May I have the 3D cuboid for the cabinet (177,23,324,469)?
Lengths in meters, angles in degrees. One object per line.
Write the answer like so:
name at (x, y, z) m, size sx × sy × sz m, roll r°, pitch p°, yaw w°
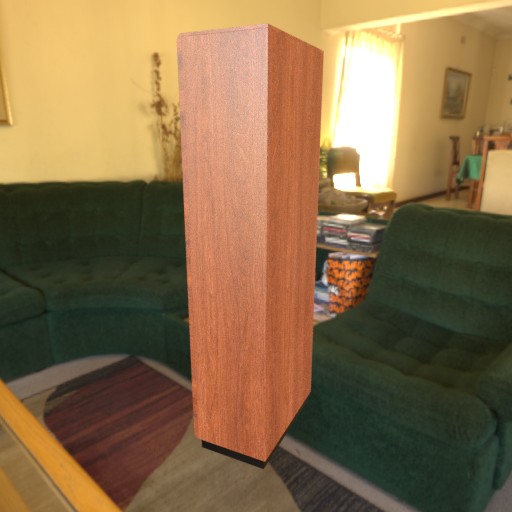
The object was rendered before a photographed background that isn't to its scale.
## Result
cabinet at (0.000, 0.000, 2.257) m, size 0.420 × 1.980 × 0.660 m, roll 8°, pitch 18°, yaw 25°
